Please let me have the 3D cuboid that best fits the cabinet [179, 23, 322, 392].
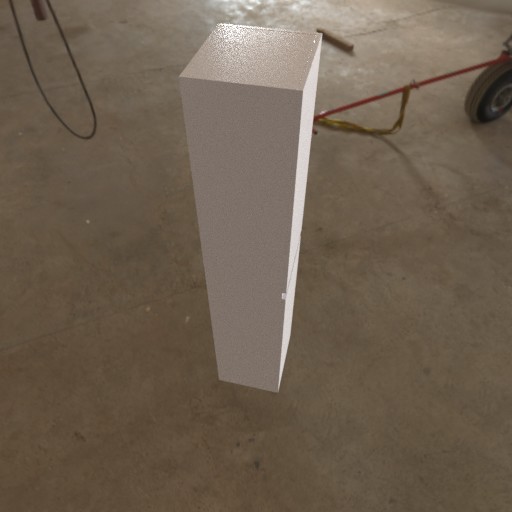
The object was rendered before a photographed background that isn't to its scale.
[{"bbox_3d":[0.000,0.000,1.545,0.269,1.400,0.300,10,49,9],"label":"cabinet"}]
